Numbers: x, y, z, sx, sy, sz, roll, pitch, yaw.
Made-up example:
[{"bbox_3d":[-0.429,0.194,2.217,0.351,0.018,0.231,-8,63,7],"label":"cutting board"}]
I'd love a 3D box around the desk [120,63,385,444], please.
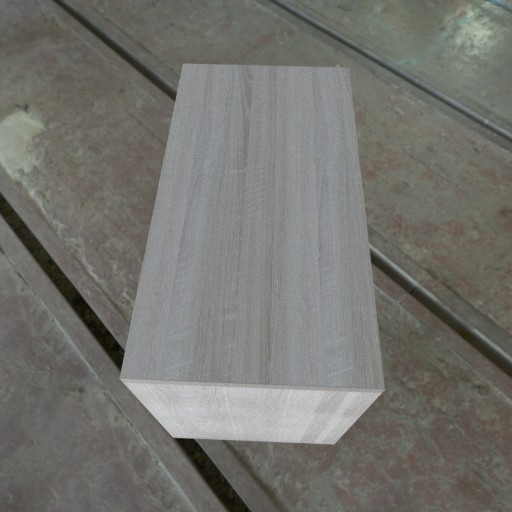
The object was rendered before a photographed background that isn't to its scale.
[{"bbox_3d":[0.000,0.000,1.558,0.600,0.731,1.100,2,58,1],"label":"desk"}]
